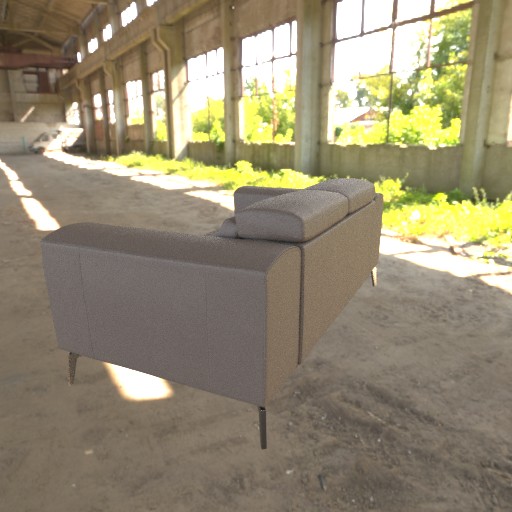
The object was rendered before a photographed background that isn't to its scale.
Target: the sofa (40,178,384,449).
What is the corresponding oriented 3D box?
[{"bbox_3d":[0.000,0.000,2.388,1.003,0.779,1.895,7,17,25],"label":"sofa"}]
